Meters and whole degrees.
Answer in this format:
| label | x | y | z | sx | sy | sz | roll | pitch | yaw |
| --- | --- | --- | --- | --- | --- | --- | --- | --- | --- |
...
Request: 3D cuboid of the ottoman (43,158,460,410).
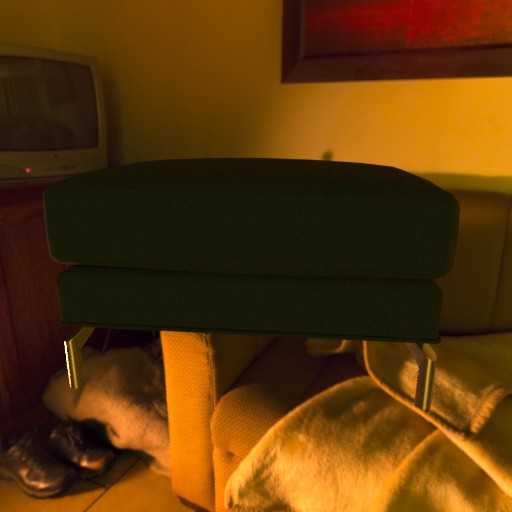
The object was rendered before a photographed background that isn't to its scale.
| label | x | y | z | sx | sy | sz | roll | pitch | yaw |
| --- | --- | --- | --- | --- | --- | --- | --- | --- | --- |
| ottoman | 0.000 | 0.000 | 1.181 | 0.835 | 0.498 | 0.587 | 2 | 16 | 6 |
